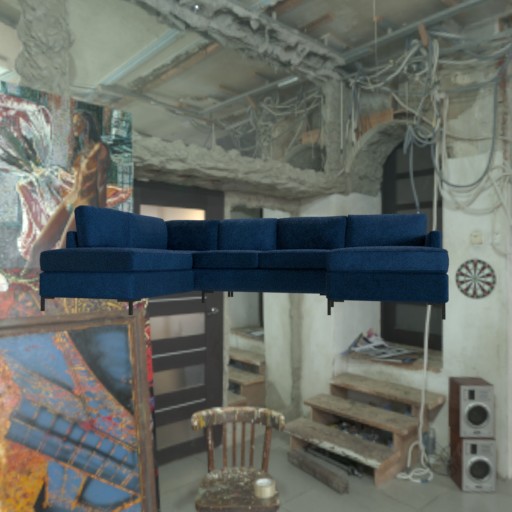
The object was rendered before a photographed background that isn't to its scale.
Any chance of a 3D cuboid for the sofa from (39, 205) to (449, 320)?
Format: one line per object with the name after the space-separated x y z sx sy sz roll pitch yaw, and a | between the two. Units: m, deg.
0.000 0.000 4.366 3.434 0.992 2.055 0 -1 19 | sofa
